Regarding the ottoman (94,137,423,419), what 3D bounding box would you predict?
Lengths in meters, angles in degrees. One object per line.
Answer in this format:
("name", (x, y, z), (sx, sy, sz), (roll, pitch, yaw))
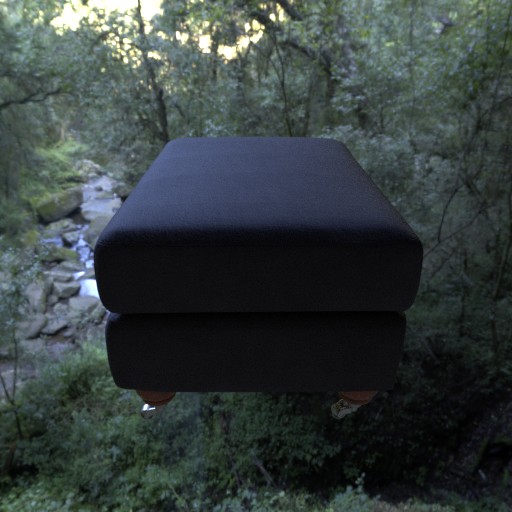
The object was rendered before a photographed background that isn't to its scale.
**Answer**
("ottoman", (0.000, 0.000, 1.137), (0.574, 0.497, 0.773), (0, 27, 0))
